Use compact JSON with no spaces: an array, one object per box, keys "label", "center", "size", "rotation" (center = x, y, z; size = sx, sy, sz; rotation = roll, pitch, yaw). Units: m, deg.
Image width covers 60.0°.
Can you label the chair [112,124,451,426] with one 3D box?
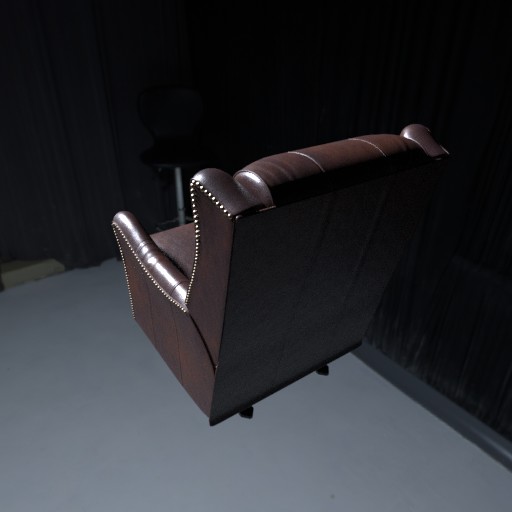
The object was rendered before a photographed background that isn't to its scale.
[{"label":"chair","center":[0.000,0.000,1.787],"size":[0.869,1.084,1.008],"rotation":[-19,35,-29]}]
